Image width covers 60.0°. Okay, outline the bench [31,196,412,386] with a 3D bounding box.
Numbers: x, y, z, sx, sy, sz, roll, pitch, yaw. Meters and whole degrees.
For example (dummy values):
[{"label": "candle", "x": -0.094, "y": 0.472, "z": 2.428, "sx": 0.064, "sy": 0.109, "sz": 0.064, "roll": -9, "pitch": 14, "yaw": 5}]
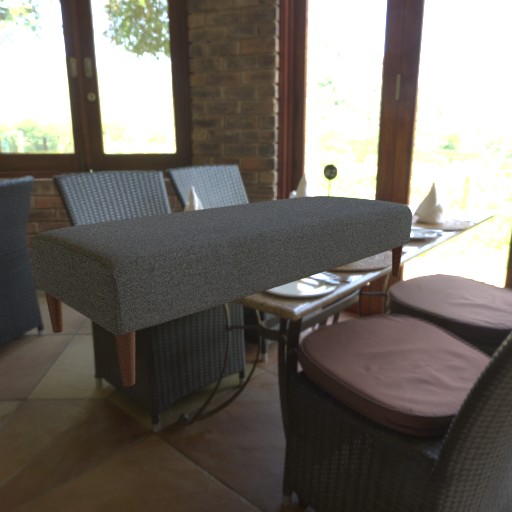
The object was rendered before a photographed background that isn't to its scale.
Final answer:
[{"label": "bench", "x": 0.000, "y": 0.000, "z": 1.884, "sx": 1.598, "sy": 0.384, "sz": 0.631, "roll": -14, "pitch": 20, "yaw": -43}]
